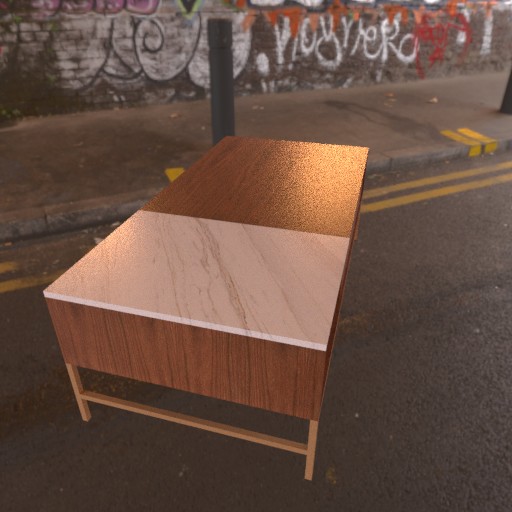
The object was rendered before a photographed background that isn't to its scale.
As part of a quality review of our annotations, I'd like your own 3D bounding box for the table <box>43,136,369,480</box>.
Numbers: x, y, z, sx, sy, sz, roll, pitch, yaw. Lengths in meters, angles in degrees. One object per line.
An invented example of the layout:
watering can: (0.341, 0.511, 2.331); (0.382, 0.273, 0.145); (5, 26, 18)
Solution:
table: (0.000, 0.000, 1.922); (0.789, 0.551, 1.553); (8, 32, 14)
